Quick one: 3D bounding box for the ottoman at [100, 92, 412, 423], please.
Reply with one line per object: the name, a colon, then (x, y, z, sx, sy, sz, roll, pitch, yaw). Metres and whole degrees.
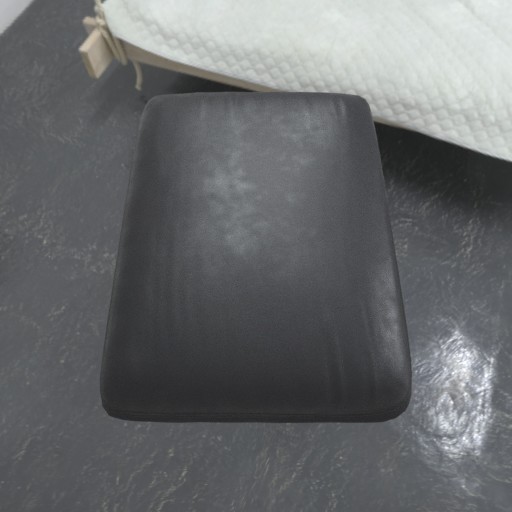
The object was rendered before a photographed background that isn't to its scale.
ottoman: (0.000, 0.000, 1.051, 0.570, 0.402, 0.764, 0, 63, 0)
